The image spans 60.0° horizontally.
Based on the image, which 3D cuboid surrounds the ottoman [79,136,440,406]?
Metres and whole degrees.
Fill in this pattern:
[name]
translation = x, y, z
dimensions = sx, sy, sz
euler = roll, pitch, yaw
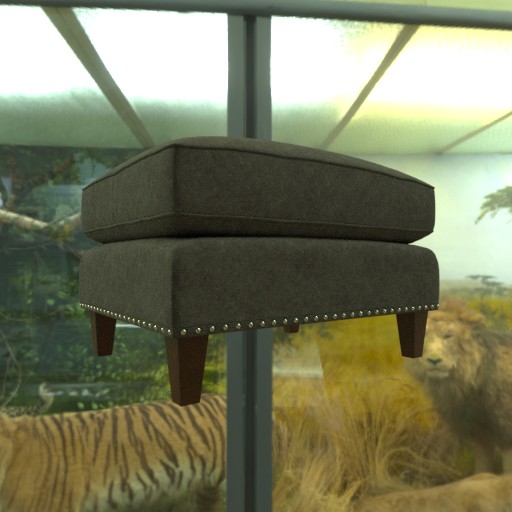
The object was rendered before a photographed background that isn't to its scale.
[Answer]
[ottoman]
translation = 0.000, 0.000, 1.143
dimensions = 0.741, 0.513, 0.584
euler = 1, -1, -35
